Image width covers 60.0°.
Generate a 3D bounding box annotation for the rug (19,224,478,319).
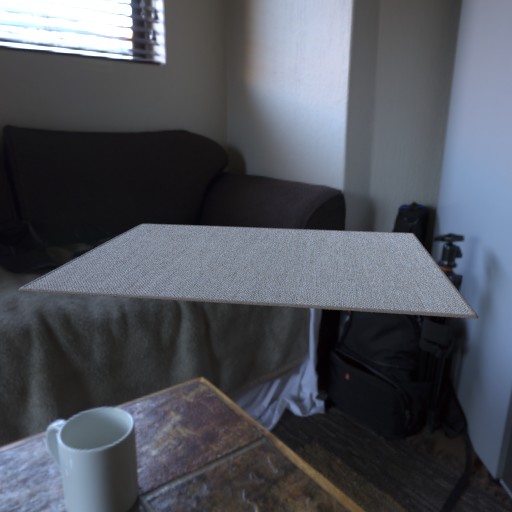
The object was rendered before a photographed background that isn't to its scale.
[{"bbox_3d":[0.000,0.000,2.710,2.115,0.013,1.517,3,17,9],"label":"rug"}]
